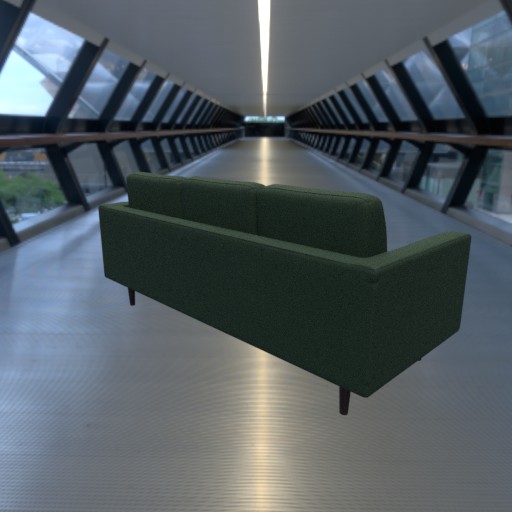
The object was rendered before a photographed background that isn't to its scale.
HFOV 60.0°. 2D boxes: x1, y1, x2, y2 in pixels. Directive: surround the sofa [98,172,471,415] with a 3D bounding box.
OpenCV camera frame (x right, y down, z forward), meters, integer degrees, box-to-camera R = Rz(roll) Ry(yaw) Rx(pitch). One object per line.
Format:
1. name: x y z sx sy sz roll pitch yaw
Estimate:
1. sofa: 0.000 0.000 2.519 0.879 0.899 2.029 -14 21 -43
